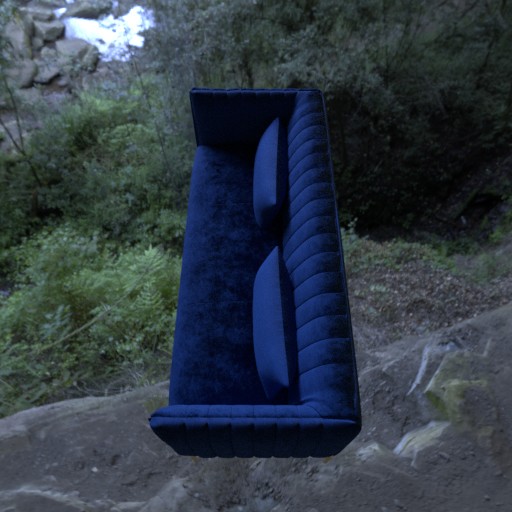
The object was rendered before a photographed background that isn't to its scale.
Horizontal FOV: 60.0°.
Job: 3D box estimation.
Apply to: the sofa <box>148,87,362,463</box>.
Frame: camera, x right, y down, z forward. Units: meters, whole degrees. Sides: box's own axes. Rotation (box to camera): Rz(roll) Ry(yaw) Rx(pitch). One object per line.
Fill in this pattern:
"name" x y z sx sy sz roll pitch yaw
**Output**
"sofa" 0.000 0.000 2.585 0.896 0.793 2.136 0 58 0
